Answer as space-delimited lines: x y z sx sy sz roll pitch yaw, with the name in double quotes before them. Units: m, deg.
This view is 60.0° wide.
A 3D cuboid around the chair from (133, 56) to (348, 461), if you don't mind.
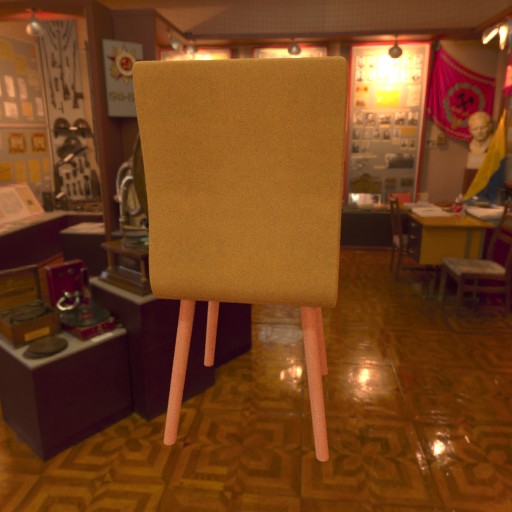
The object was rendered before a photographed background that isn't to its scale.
"chair" 0.000 0.000 1.270 0.450 0.965 0.550 2 16 8
